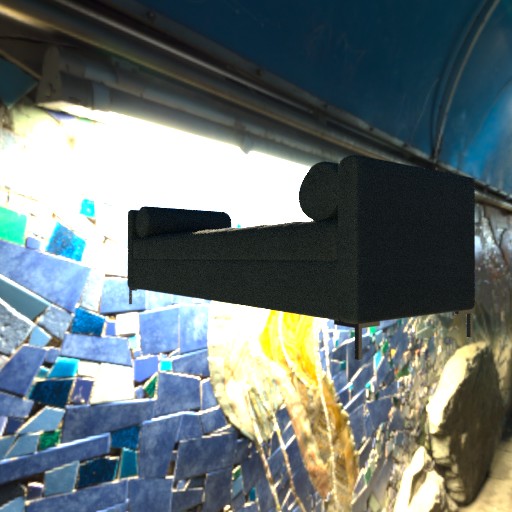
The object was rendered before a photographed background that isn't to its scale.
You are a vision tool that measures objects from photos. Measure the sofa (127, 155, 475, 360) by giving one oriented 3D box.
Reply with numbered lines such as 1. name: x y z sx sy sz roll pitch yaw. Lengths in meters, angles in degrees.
1. sofa: 0.000 0.000 2.323 0.686 0.635 1.981 0 0 -36
